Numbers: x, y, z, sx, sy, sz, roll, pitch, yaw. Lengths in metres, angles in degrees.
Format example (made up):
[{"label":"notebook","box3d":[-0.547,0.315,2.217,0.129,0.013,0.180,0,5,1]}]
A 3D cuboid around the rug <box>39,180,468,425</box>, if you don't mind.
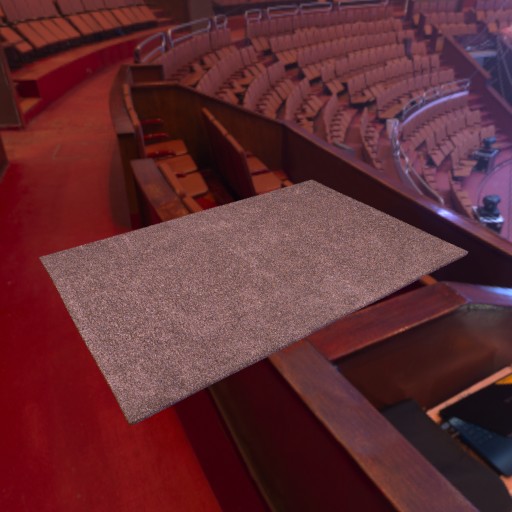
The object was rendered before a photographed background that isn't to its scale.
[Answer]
[{"label":"rug","box3d":[0.000,0.000,3.350,2.699,0.026,1.802,-20,37,-29]}]
